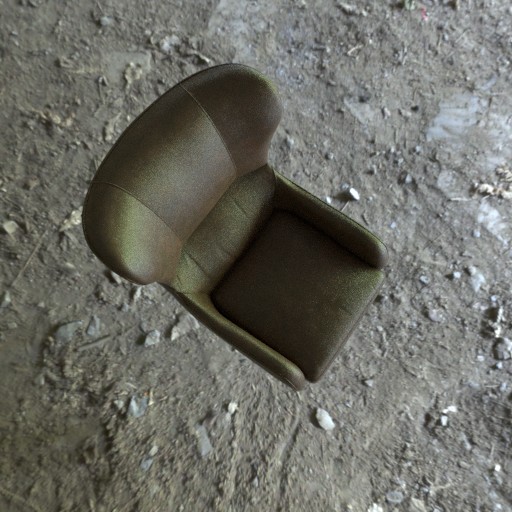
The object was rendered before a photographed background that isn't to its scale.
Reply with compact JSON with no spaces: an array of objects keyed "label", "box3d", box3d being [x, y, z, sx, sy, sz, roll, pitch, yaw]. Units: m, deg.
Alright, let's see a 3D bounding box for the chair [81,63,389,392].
[{"label":"chair","box3d":[0.000,0.000,1.644,0.914,1.048,0.692,35,79,8]}]
